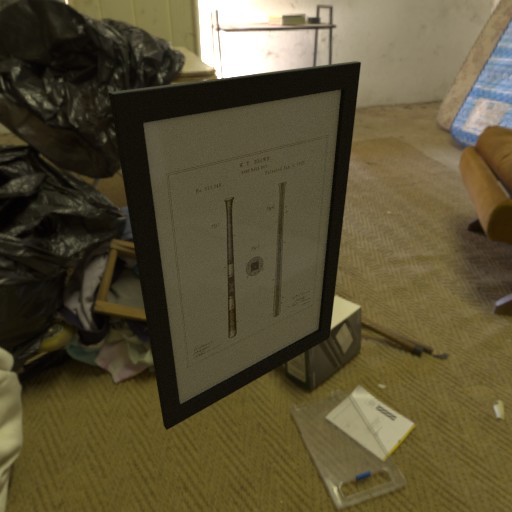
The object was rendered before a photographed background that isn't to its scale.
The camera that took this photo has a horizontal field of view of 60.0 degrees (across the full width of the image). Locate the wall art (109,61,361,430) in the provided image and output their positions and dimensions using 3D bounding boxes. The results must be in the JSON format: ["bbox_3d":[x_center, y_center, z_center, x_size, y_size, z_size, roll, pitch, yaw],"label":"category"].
[{"bbox_3d":[0.000,0.000,0.689,0.374,0.529,0.012,-21,37,-31],"label":"wall art"}]
